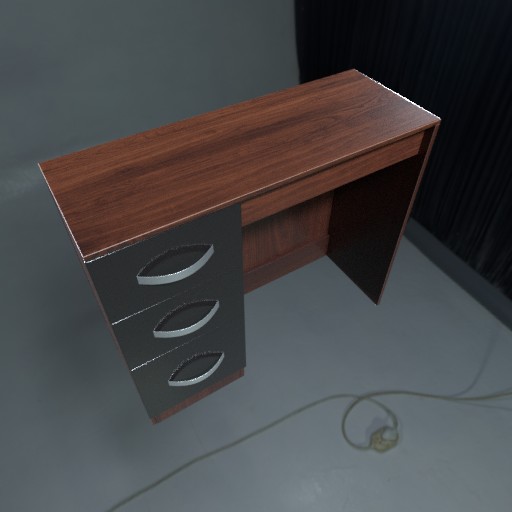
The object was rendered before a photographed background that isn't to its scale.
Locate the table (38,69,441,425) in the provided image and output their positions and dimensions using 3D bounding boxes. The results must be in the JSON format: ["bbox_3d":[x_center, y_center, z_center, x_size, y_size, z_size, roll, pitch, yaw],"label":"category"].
[{"bbox_3d":[0.000,0.000,1.349,0.930,0.790,0.380,-24,51,-21],"label":"table"}]
